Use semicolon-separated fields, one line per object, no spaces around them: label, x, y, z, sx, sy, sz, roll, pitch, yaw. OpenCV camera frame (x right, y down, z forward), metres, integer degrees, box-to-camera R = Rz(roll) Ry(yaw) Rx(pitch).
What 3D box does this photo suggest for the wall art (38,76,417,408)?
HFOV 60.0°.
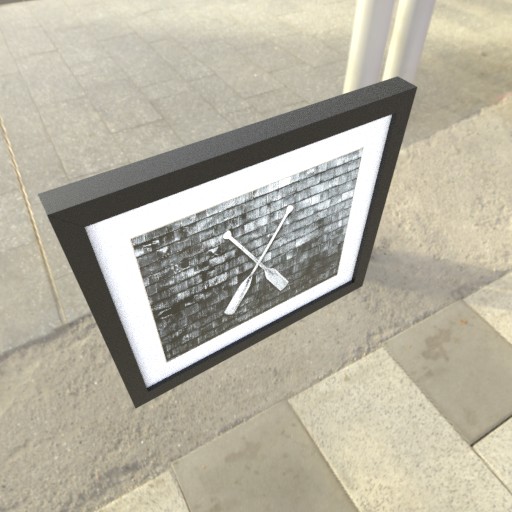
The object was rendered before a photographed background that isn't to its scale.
wall art;0.000;0.000;0.524;0.381;0.330;0.029;-25;52;-21
